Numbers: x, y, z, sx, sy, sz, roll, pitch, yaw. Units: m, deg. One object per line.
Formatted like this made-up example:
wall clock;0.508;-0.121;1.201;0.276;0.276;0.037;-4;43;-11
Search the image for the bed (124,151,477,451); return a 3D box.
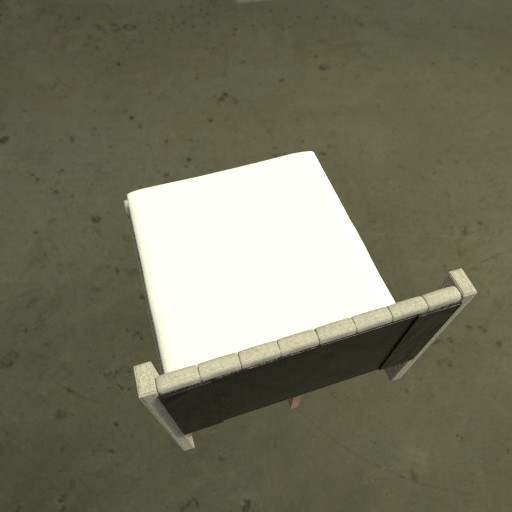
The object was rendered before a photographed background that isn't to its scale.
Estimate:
bed;0.000;0.000;3.804;2.044;1.748;2.372;-15;59;-9
